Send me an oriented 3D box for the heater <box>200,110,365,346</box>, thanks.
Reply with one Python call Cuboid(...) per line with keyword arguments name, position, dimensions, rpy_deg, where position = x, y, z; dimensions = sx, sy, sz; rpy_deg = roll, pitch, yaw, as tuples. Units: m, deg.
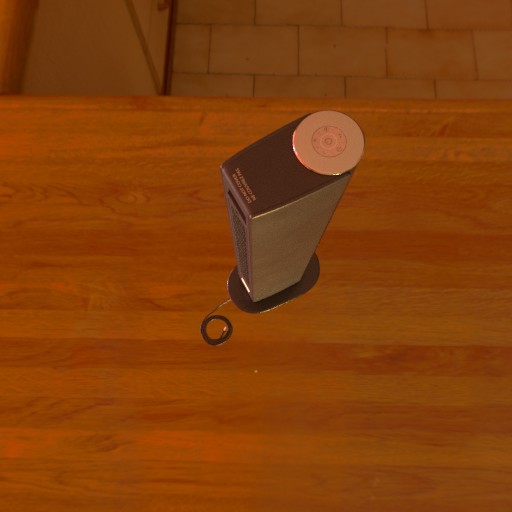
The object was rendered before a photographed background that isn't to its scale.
Cuboid(name="heater", position=(0.000, 0.000, 1.065), dimensions=(0.458, 0.856, 0.214), rpy_deg=(-28, 77, -7))
